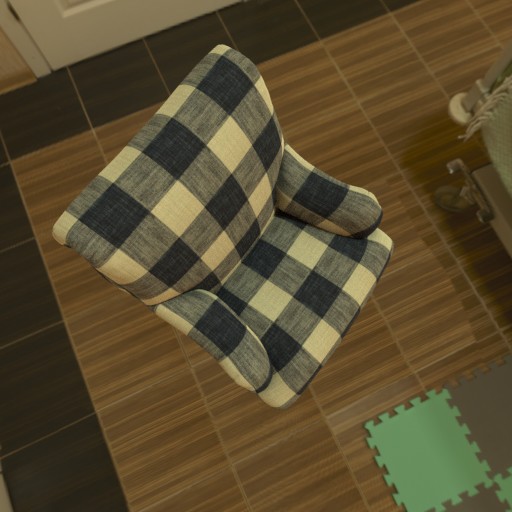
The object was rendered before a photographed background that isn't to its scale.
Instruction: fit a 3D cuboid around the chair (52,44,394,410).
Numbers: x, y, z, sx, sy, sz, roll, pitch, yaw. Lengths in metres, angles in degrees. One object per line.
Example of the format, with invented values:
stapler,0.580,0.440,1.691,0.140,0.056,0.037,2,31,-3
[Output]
chair,0.000,0.000,1.588,0.848,0.953,0.781,35,77,9
